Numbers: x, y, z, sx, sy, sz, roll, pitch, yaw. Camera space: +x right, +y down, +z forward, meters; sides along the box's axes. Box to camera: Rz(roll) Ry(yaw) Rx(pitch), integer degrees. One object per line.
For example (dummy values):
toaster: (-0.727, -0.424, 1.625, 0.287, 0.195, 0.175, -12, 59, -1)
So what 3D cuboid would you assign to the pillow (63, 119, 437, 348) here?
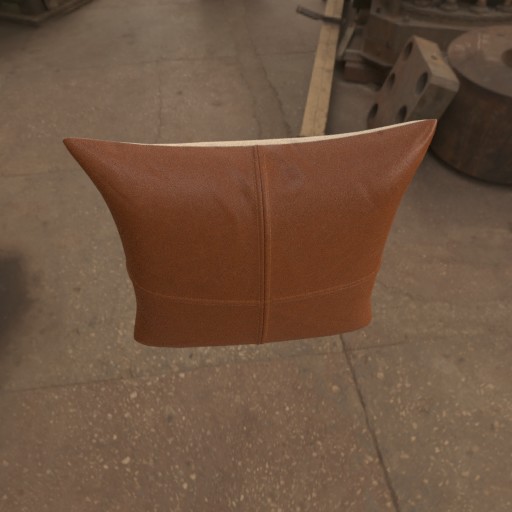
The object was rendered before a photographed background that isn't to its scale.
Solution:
pillow: (0.000, 0.000, 0.754, 0.501, 0.477, 0.192, -4, 47, -4)
